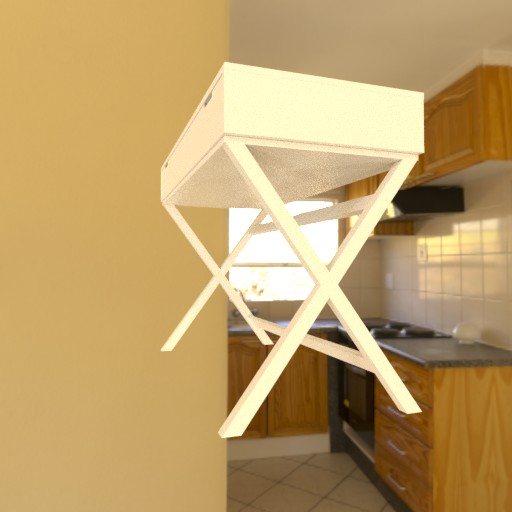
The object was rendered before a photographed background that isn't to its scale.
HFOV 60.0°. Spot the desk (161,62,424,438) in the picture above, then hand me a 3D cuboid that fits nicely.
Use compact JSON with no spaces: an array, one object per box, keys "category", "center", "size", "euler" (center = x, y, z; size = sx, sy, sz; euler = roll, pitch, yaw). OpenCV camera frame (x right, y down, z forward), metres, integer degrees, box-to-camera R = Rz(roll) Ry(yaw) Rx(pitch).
[{"category":"desk","center":[0.000,0.000,1.493],"size":[0.509,0.780,1.059],"euler":[0,-1,-19]}]
